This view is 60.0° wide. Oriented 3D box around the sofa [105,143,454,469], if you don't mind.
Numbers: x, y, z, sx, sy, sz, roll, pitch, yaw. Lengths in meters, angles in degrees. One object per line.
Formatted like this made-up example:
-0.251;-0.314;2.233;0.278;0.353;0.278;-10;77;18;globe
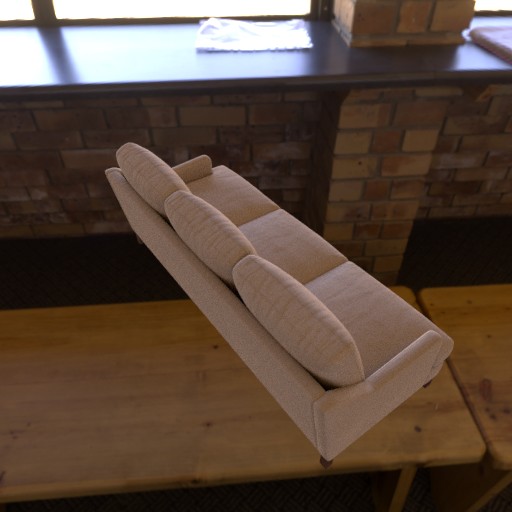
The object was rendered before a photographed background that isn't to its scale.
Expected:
0.000;0.000;2.826;1.000;0.913;2.321;-26;48;-26;sofa
